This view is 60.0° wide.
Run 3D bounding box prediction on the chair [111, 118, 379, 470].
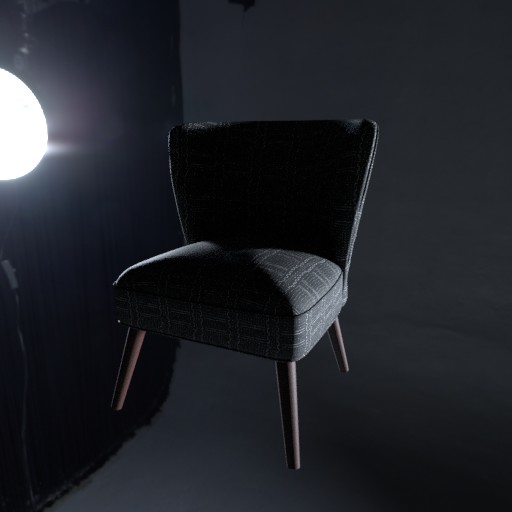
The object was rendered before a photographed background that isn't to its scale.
[{"bbox_3d":[0.000,0.000,1.435,0.710,0.866,0.758,7,16,25],"label":"chair"}]
